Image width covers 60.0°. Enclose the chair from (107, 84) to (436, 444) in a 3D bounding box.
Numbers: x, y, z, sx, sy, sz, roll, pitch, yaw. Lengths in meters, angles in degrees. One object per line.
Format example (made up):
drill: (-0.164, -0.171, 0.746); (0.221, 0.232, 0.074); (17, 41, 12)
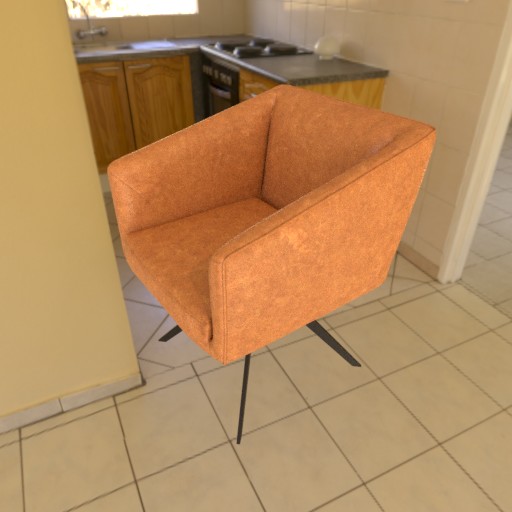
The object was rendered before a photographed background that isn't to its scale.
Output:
chair: (0.000, 0.000, 1.253); (0.625, 0.760, 0.588); (-21, 39, -29)
